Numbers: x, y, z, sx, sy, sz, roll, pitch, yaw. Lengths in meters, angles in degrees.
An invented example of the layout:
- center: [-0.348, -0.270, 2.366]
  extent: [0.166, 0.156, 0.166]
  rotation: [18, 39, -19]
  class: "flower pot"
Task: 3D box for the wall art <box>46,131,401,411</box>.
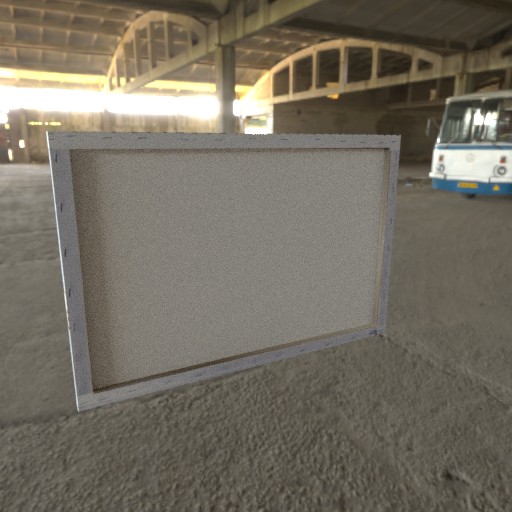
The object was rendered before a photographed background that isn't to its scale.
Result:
- center: [0.000, 0.000, 1.422]
  extent: [1.143, 0.757, 0.038]
  rotation: [-7, 16, -27]
  class: "wall art"
